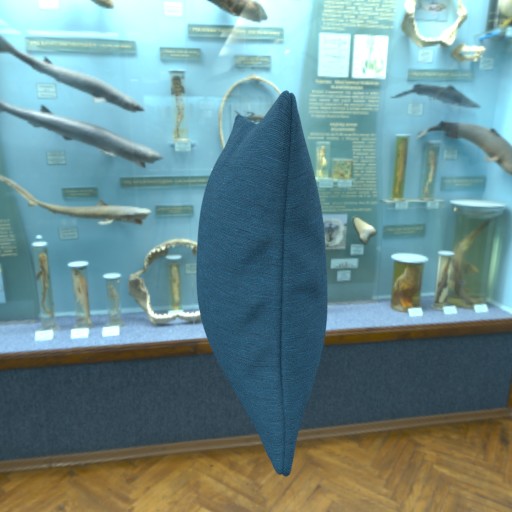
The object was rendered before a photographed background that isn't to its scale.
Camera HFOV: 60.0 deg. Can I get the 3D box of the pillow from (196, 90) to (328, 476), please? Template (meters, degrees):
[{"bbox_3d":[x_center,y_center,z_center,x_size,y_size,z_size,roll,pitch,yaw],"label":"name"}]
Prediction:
[{"bbox_3d":[0.000,0.000,0.655,0.177,0.420,0.437,-2,15,-8],"label":"pillow"}]
